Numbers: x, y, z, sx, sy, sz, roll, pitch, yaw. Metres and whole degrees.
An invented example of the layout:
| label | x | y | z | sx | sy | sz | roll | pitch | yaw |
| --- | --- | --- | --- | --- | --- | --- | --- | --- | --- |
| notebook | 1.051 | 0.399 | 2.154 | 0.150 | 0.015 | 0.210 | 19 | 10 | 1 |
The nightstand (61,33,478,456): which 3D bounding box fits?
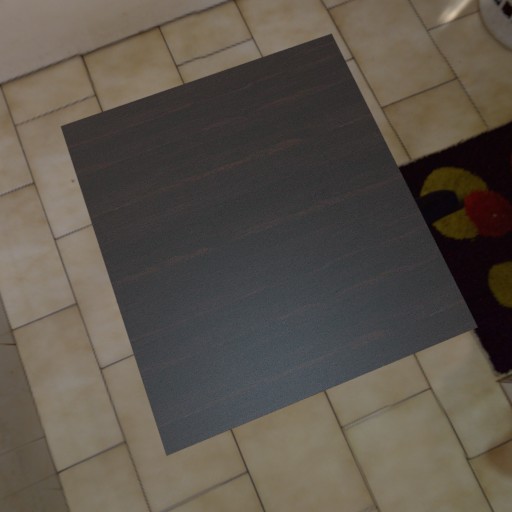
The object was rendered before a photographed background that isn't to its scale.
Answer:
| label | x | y | z | sx | sy | sz | roll | pitch | yaw |
| --- | --- | --- | --- | --- | --- | --- | --- | --- | --- |
| nightstand | 0.000 | 0.000 | 0.795 | 0.400 | 0.460 | 0.461 | -21 | 78 | -5 |
